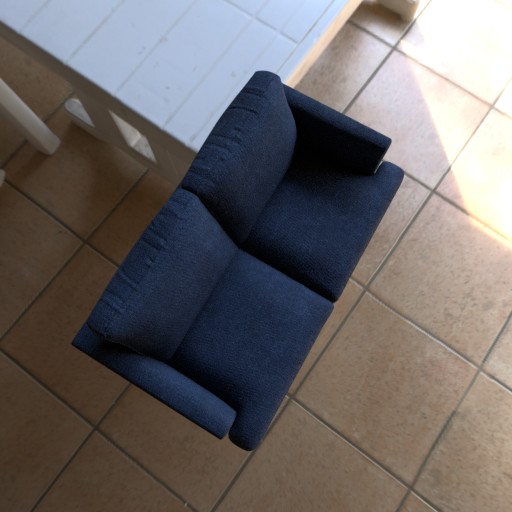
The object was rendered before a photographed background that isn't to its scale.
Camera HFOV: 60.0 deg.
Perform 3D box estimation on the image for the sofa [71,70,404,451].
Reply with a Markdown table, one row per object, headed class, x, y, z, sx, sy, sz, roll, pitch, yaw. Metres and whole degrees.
| class | x | y | z | sx | sy | sz | roll | pitch | yaw |
| --- | --- | --- | --- | --- | --- | --- | --- | --- | --- |
| sofa | 0.000 | 0.000 | 2.172 | 0.903 | 0.944 | 1.582 | 30 | 78 | 7 |
